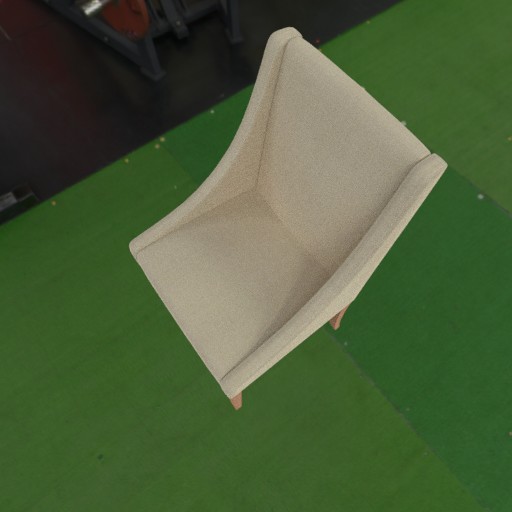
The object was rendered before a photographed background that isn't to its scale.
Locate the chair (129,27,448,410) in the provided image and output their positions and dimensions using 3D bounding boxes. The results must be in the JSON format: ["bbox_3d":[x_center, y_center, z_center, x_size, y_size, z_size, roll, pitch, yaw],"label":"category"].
[{"bbox_3d":[0.000,0.000,1.367,0.611,1.021,0.575,-33,68,-15],"label":"chair"}]
